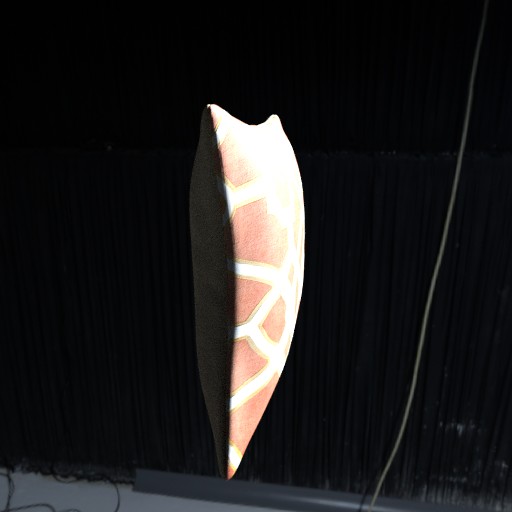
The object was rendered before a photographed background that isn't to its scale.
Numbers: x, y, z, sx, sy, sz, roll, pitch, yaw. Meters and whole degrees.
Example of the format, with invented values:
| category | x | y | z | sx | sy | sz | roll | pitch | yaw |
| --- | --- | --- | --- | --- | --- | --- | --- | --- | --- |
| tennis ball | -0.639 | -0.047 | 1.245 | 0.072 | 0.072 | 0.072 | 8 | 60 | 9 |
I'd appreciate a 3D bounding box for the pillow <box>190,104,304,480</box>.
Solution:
| category | x | y | z | sx | sy | sz | roll | pitch | yaw |
| --- | --- | --- | --- | --- | --- | --- | --- | --- | --- |
| pillow | 0.000 | 0.000 | 0.817 | 0.166 | 0.508 | 0.552 | 3 | 17 | 10 |
